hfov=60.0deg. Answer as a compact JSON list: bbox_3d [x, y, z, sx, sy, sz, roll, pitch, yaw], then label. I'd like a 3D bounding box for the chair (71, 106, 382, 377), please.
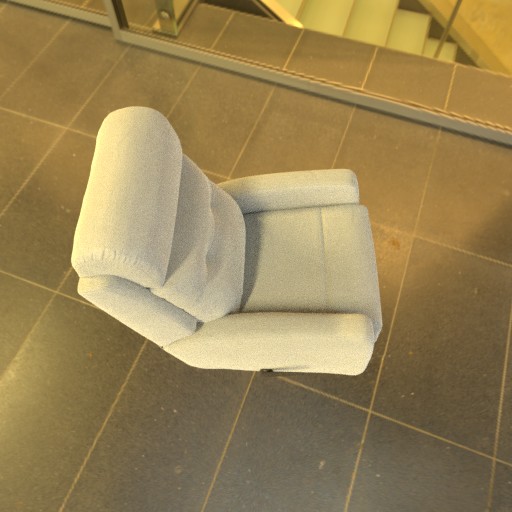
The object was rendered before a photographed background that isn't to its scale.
[{"bbox_3d":[0.000,0.000,1.721,1.043,1.013,0.798,1,63,1],"label":"chair"}]
